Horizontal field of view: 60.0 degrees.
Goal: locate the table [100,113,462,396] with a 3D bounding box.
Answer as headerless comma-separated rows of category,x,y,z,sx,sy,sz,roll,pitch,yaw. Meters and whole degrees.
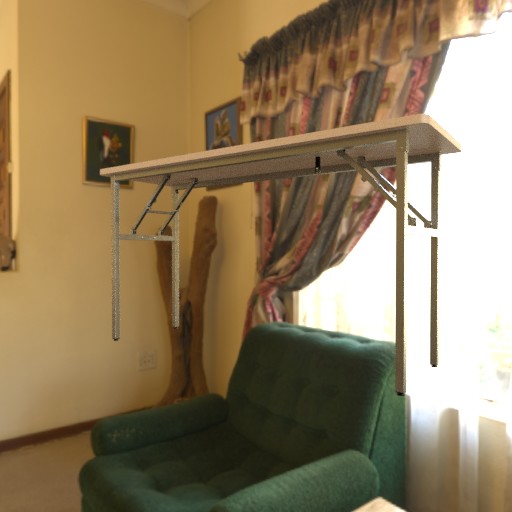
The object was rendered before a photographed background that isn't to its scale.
table,0.000,0.000,1.723,1.397,0.750,0.446,1,1,36
